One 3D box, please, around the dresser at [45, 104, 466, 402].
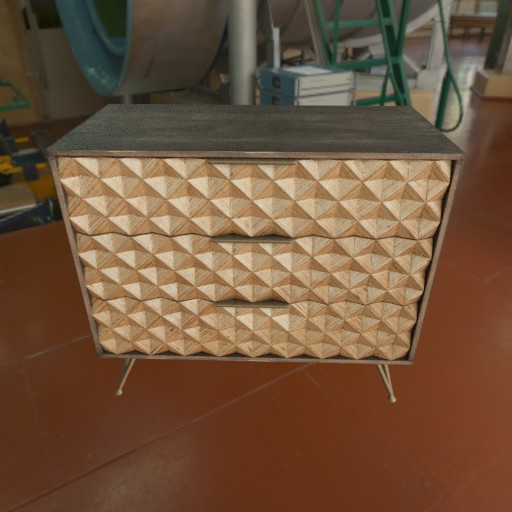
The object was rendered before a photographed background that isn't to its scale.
[{"bbox_3d":[0.000,0.000,1.365,0.923,0.801,0.453,1,31,2],"label":"dresser"}]
